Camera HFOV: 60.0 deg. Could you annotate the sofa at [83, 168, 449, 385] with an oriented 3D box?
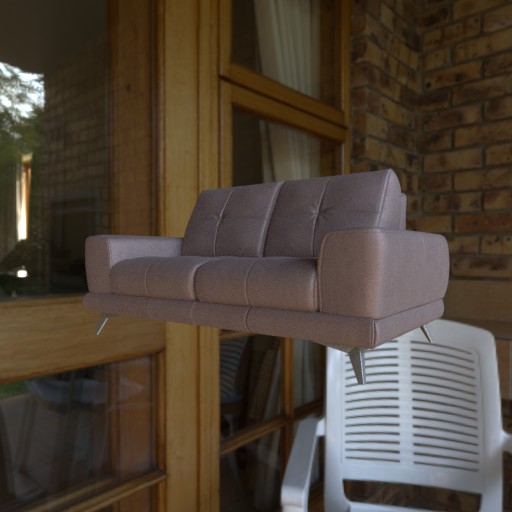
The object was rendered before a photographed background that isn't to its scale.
[{"bbox_3d":[0.000,0.000,2.436,1.806,0.907,1.018,0,1,36],"label":"sofa"}]
